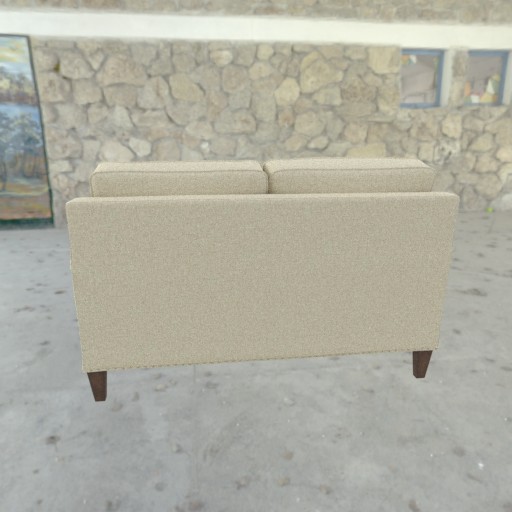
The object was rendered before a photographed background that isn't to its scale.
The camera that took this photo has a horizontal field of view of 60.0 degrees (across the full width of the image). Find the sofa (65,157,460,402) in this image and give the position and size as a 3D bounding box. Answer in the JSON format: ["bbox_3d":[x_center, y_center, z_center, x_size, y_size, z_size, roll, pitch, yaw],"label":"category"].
[{"bbox_3d":[0.000,0.000,2.253,1.597,1.003,1.084,-2,15,-7],"label":"sofa"}]
